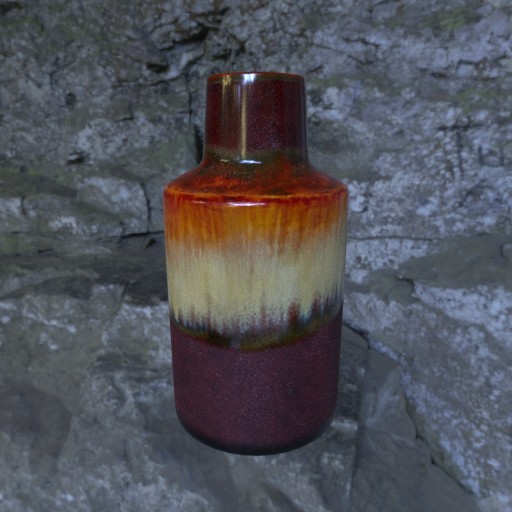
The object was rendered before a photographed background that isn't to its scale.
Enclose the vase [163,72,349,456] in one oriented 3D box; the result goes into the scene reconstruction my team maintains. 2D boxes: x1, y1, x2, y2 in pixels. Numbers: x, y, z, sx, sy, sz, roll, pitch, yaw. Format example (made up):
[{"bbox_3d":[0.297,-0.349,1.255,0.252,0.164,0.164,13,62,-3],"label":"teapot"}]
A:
[{"bbox_3d":[0.000,0.000,0.271,0.108,0.204,0.108,0,17,0],"label":"vase"}]
